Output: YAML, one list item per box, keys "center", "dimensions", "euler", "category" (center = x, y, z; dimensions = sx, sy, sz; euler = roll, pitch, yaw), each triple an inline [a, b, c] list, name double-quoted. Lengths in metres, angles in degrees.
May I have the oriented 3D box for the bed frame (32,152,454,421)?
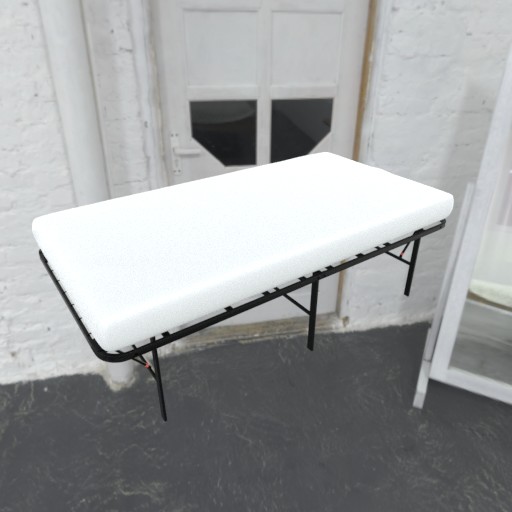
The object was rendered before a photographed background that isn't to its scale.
- center: [0.000, 0.000, 2.315]
  dimensions: [1.903, 0.619, 0.989]
  euler: [-19, 35, -30]
  category: "bed frame"
